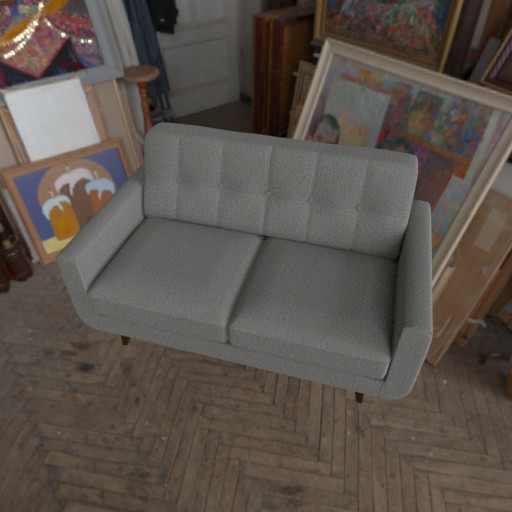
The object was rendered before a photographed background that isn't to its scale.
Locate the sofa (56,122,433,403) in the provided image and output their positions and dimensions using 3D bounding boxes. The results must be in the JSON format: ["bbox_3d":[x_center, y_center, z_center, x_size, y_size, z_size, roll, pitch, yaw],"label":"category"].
[{"bbox_3d":[0.000,0.000,2.265,1.651,0.925,0.952,11,42,12],"label":"sofa"}]
